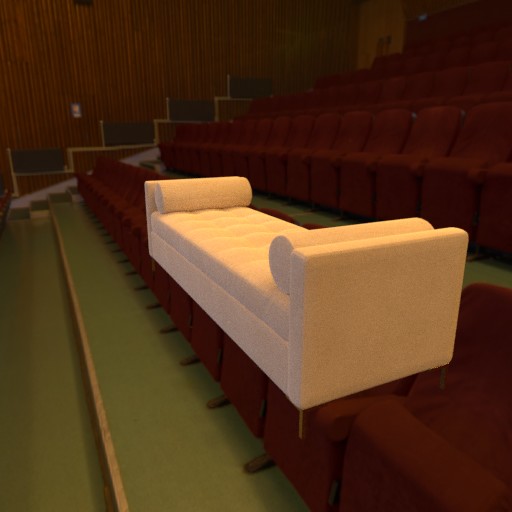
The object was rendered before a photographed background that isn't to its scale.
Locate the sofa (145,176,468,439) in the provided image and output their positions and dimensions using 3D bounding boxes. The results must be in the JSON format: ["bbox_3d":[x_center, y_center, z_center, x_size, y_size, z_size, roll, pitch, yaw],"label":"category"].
[{"bbox_3d":[0.000,0.000,2.325,0.686,0.635,1.981,-8,18,-25],"label":"sofa"}]
